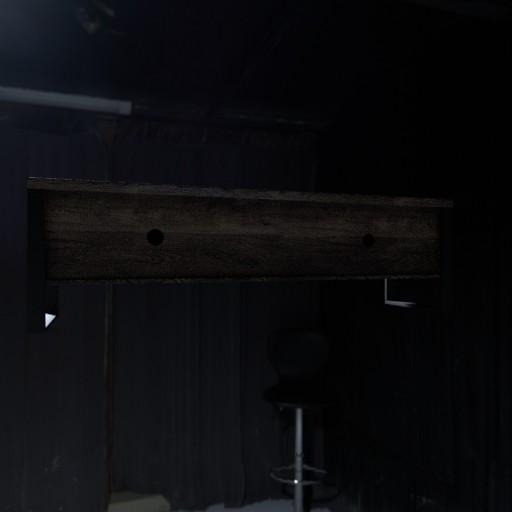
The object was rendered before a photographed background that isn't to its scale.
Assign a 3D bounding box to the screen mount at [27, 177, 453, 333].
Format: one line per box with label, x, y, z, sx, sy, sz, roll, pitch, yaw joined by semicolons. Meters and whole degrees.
screen mount;0.000;0.000;1.708;1.524;0.450;0.395;0;0;-19
